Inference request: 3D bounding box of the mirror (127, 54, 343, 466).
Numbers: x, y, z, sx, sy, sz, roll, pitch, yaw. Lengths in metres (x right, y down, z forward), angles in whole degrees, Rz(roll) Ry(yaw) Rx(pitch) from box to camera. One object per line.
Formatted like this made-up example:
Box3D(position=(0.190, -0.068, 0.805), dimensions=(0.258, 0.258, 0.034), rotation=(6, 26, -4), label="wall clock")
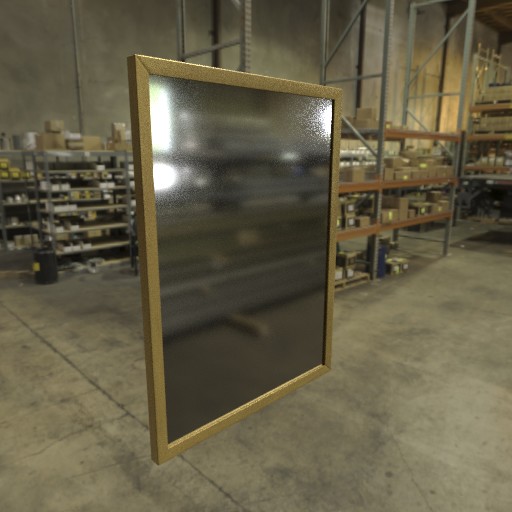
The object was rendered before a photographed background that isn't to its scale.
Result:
Box3D(position=(0.000, 0.000, 1.336), dimensions=(0.762, 1.016, 0.040), rotation=(-12, 18, -43), label="mirror")
